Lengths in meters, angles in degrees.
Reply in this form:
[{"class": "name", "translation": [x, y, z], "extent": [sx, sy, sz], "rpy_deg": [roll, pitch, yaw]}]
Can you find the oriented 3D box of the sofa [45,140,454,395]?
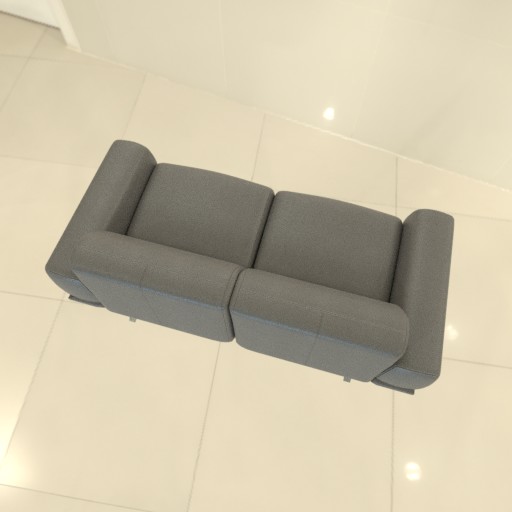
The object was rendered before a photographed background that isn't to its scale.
[{"class": "sofa", "translation": [0.000, 0.000, 2.336], "extent": [1.901, 0.772, 0.900], "rpy_deg": [14, 64, 7]}]
